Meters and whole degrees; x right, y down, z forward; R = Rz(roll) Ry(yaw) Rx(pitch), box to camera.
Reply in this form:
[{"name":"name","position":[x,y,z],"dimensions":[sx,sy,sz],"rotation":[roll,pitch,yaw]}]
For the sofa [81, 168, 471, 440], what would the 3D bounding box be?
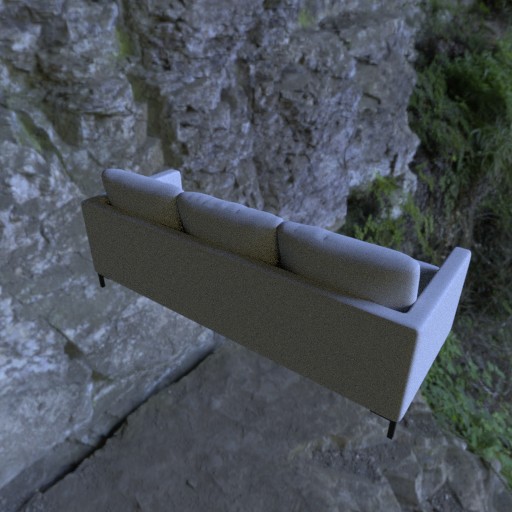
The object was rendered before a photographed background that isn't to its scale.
[{"name":"sofa","position":[0.000,0.000,2.704],"dimensions":[2.218,0.874,0.859],"rotation":[20,35,31]}]
